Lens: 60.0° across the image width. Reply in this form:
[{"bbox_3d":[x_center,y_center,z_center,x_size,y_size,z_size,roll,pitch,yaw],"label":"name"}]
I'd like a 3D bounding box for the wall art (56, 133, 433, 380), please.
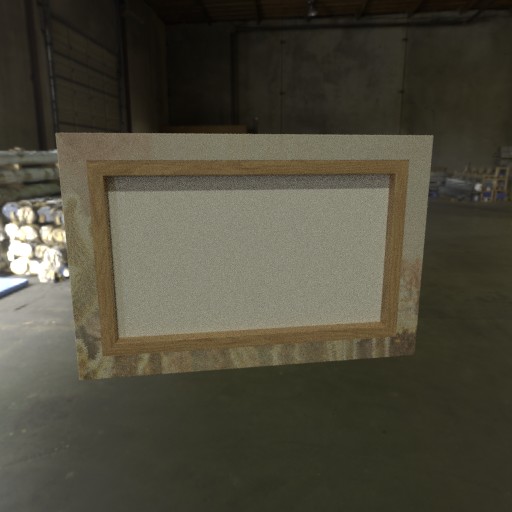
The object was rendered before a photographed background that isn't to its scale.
[{"bbox_3d":[0.000,0.000,1.150,0.916,0.608,0.040,-2,13,-9],"label":"wall art"}]
